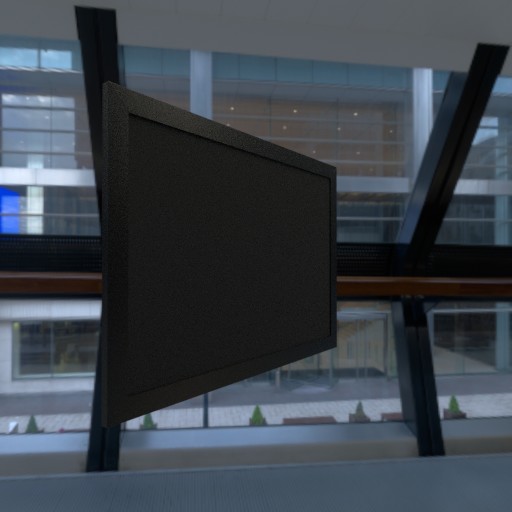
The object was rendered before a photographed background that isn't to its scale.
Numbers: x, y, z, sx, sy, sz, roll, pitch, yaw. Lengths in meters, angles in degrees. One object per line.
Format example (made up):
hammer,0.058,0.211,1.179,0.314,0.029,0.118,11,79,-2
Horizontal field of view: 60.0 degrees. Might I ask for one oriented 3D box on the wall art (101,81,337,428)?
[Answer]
wall art,0.000,0.000,0.840,0.013,0.447,0.660,0,-1,36
